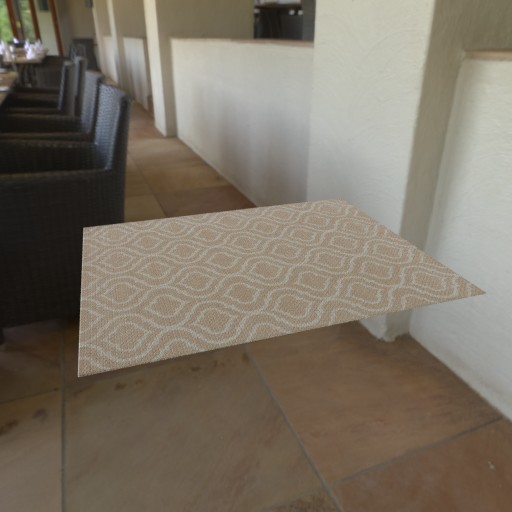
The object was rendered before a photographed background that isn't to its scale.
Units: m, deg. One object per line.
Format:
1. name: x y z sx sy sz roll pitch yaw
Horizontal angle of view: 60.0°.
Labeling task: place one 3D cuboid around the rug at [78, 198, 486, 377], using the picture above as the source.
1. rug: 0.000 0.000 3.900 2.894 0.013 2.286 -8 28 -16
